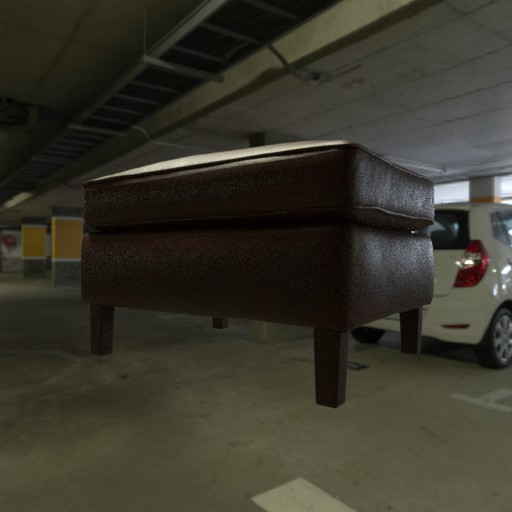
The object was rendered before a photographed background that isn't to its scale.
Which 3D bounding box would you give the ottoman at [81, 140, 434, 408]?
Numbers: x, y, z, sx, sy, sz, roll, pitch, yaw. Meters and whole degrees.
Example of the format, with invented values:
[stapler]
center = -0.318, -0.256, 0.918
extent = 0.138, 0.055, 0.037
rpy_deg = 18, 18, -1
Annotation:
[ottoman]
center = 0.000, 0.000, 0.985
extent = 0.665, 0.432, 0.501
rpy_deg = 0, 1, 35
